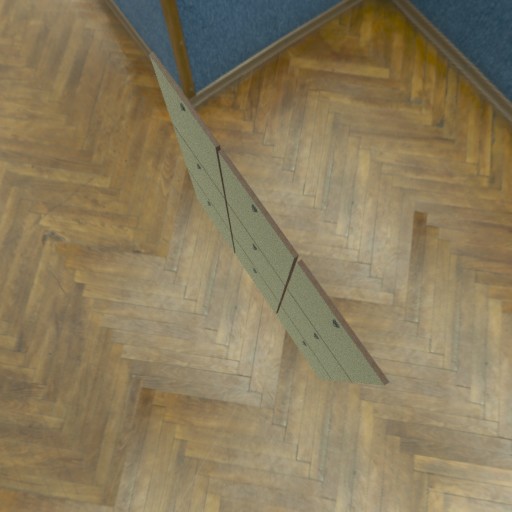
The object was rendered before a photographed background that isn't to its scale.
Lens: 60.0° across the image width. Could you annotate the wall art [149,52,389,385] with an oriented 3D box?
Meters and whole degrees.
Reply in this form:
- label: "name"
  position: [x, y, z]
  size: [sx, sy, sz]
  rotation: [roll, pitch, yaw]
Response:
- label: "wall art"
  position: [0.000, 0.000, 1.390]
  size: [0.018, 0.904, 0.906]
  rotation: [-33, 78, -8]
